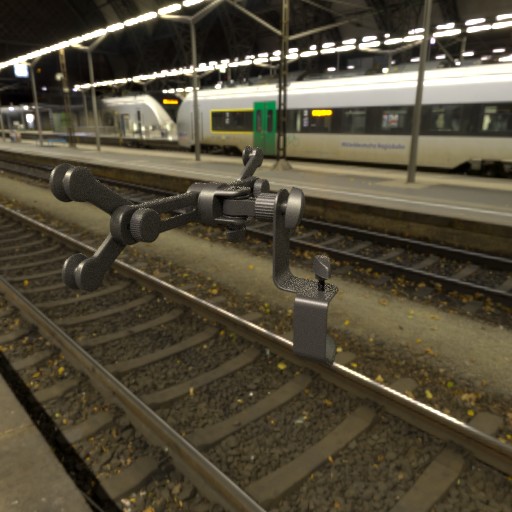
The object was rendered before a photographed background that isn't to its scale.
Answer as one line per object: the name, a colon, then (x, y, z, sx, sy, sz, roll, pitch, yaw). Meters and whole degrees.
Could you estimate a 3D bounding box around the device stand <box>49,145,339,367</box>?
device stand: (0.000, 0.000, 0.370, 0.142, 0.166, 0.270, 8, 18, 25)
